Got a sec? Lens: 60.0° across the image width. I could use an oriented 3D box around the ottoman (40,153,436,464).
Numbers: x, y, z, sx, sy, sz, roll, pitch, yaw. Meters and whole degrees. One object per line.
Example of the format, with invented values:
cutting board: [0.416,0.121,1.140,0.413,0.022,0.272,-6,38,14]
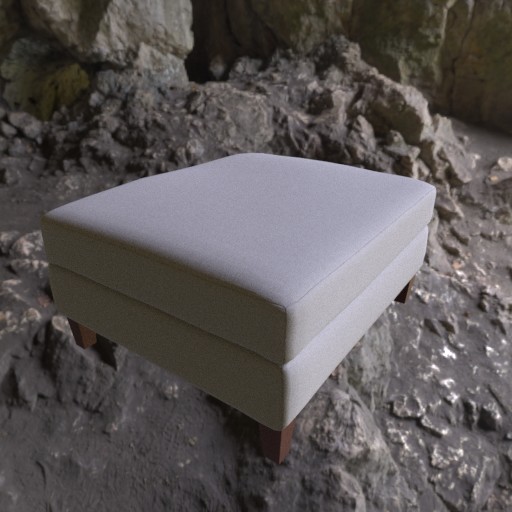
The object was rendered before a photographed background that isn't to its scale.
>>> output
ottoman: [0.000,0.000,1.428,0.836,0.492,0.976,17,30,32]
